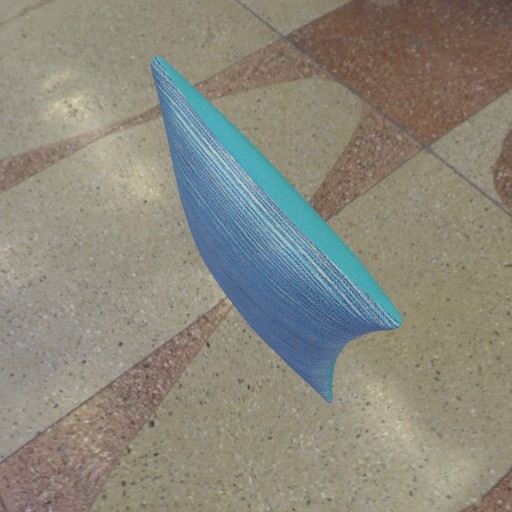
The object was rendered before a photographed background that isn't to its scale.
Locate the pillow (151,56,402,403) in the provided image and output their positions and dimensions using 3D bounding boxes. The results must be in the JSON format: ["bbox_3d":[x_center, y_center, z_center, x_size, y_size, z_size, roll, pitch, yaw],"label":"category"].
[{"bbox_3d":[0.000,0.000,0.773,0.150,0.497,0.514,-33,67,-16],"label":"pillow"}]
